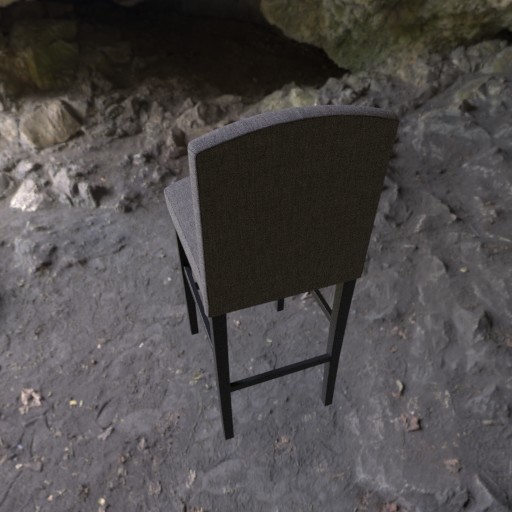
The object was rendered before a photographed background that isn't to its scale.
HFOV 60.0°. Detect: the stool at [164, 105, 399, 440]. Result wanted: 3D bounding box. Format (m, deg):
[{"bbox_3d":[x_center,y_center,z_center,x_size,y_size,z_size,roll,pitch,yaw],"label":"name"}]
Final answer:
[{"bbox_3d":[0.000,0.000,1.393,0.451,1.138,0.552,-13,42,-15],"label":"stool"}]
